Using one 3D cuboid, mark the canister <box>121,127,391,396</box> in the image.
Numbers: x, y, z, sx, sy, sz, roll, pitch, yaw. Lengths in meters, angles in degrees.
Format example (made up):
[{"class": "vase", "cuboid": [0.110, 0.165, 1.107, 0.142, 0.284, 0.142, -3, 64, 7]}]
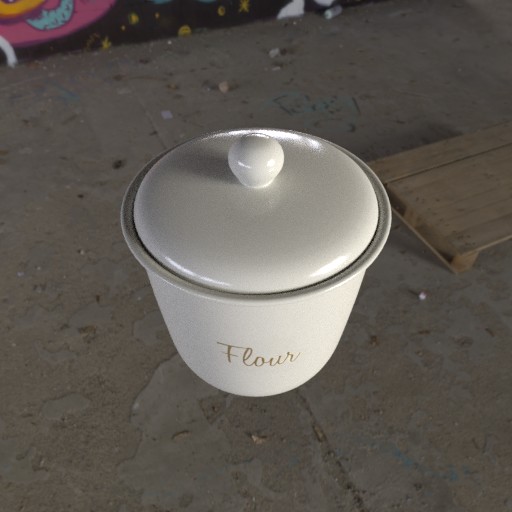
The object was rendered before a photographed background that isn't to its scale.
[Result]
[{"class": "canister", "cuboid": [0.000, 0.000, 0.346, 0.182, 0.208, 0.182, 0, 47, 0]}]
